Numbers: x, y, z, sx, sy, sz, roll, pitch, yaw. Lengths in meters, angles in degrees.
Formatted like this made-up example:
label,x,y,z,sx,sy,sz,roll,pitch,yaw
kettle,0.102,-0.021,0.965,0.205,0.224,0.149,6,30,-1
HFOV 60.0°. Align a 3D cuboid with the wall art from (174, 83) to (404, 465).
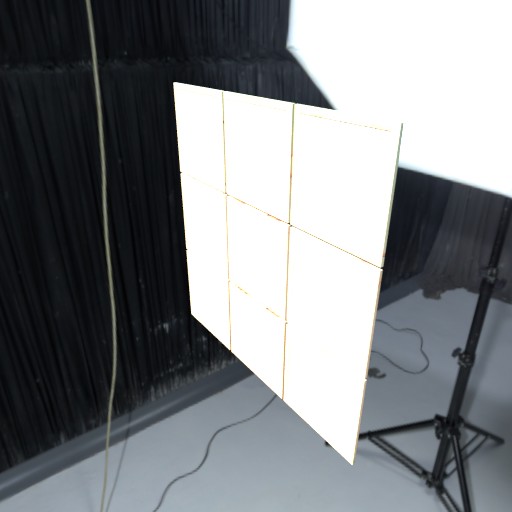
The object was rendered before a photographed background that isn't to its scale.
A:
label,x,y,z,sx,sy,sz,roll,pitch,yaw
wall art,0.000,0.000,1.792,0.013,1.219,1.214,-18,32,-32
